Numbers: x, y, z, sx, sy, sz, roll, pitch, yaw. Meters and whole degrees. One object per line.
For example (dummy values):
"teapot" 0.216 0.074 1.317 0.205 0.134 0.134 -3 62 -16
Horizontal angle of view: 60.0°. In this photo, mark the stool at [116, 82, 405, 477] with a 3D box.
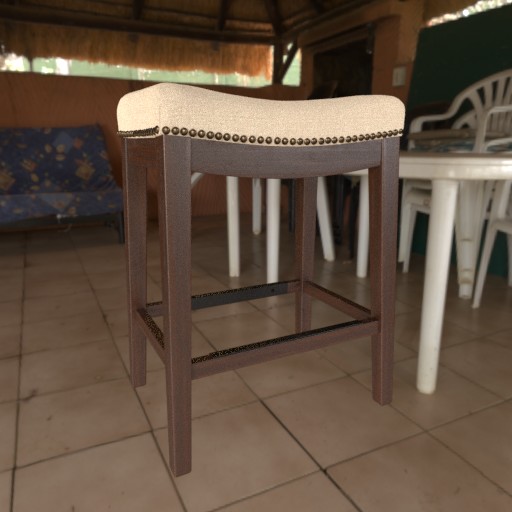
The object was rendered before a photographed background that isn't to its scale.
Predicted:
"stool" 0.000 0.000 0.965 0.509 0.669 0.363 -7 16 -26
